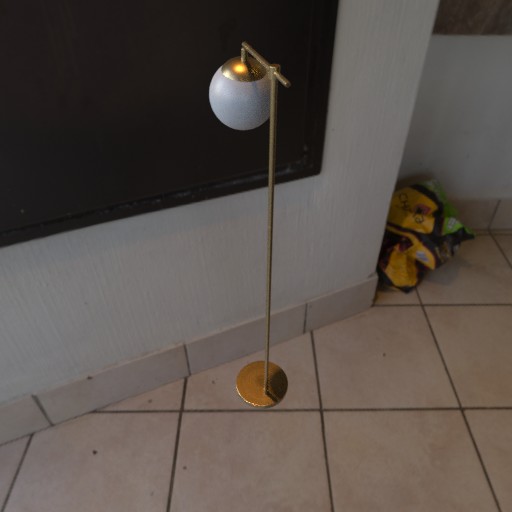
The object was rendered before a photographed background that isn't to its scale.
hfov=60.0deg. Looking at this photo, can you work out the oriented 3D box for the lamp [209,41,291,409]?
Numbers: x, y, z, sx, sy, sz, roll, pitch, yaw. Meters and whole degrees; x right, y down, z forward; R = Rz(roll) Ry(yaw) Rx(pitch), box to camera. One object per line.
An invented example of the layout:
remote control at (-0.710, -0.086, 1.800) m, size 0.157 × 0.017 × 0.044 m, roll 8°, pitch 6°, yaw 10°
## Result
lamp at (0.000, 0.000, 1.710) m, size 0.249 × 1.505 × 0.476 m, roll -13°, pitch 43°, yaw -14°
